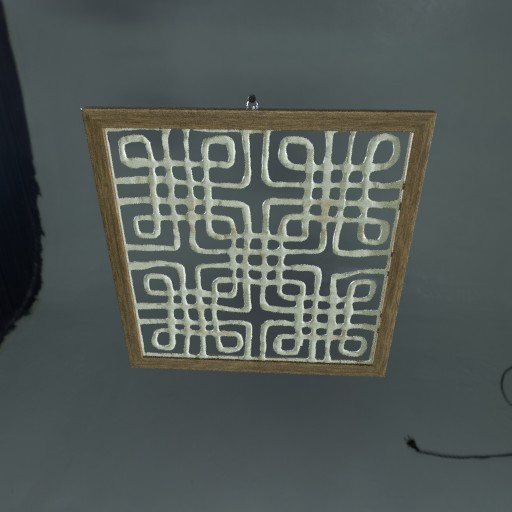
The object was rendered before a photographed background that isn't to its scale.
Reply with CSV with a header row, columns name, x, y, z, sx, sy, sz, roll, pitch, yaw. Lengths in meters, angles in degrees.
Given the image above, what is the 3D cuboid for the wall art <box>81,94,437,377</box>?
name,x,y,z,sx,sy,sz,roll,pitch,yaw
wall art,0.000,0.000,0.840,0.561,0.582,0.021,2,30,3
